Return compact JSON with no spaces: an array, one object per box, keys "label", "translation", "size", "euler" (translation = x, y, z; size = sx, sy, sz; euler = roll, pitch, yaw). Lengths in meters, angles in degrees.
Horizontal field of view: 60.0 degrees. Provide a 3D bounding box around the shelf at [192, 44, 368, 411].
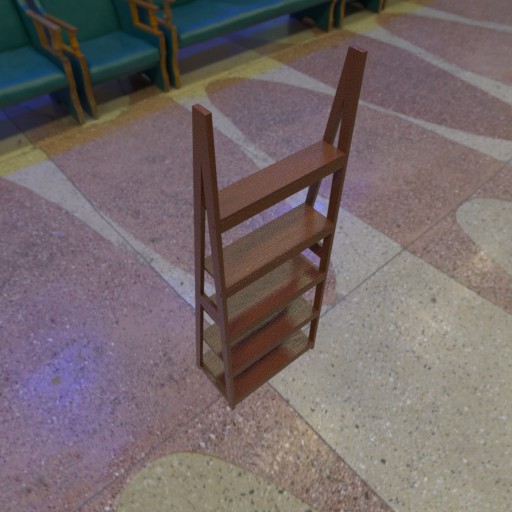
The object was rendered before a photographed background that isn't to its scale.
[{"label":"shelf","translation":[0.000,0.000,2.013],"size":[0.630,1.780,0.356],"euler":[-31,54,-25]}]
